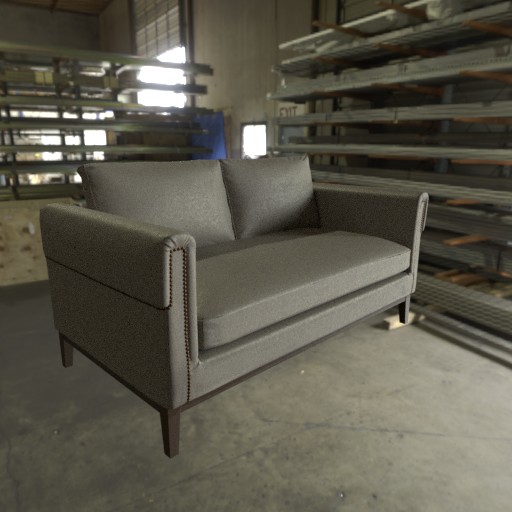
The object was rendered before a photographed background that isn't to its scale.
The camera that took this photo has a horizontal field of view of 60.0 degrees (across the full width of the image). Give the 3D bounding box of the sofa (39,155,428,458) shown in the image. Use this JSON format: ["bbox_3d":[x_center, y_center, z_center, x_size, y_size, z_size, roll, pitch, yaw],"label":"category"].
[{"bbox_3d":[0.000,0.000,2.053,1.598,0.873,0.899,-14,20,-43],"label":"sofa"}]
